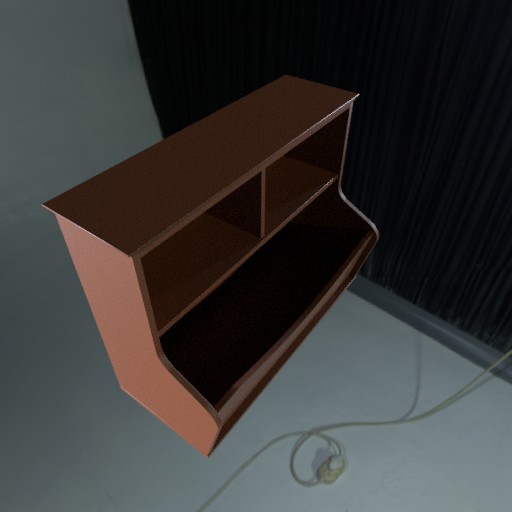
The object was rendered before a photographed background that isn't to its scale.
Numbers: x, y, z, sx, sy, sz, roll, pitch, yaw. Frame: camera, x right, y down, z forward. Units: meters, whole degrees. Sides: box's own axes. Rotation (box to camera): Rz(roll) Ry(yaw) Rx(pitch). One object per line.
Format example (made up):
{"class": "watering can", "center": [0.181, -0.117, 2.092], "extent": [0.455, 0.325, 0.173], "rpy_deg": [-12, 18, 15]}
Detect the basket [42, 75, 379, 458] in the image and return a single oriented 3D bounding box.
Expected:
{"class": "basket", "center": [0.000, 0.000, 1.162], "extent": [0.376, 0.625, 0.792], "rpy_deg": [27, 48, 26]}
